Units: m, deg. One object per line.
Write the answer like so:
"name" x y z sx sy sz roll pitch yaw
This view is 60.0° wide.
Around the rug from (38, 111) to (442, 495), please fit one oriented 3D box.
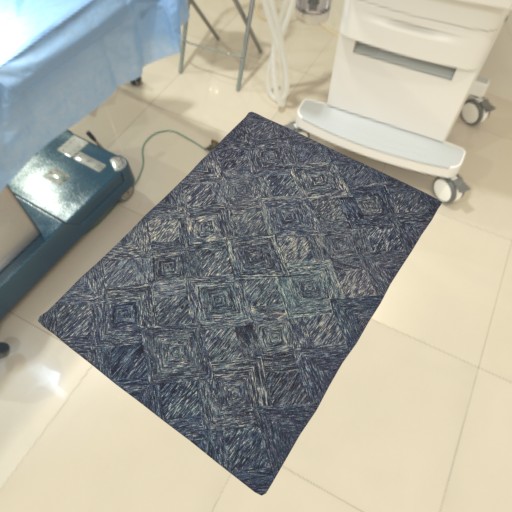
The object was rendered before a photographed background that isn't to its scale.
"rug" 0.000 0.000 4.162 2.385 0.024 3.245 30 63 17
